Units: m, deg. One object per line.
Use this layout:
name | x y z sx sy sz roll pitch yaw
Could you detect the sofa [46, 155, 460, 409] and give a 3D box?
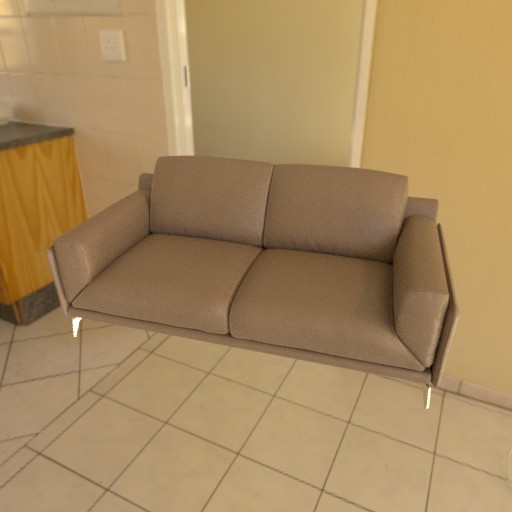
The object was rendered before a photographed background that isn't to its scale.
sofa | 0.000 0.000 2.615 2.101 0.930 1.049 8 28 15
